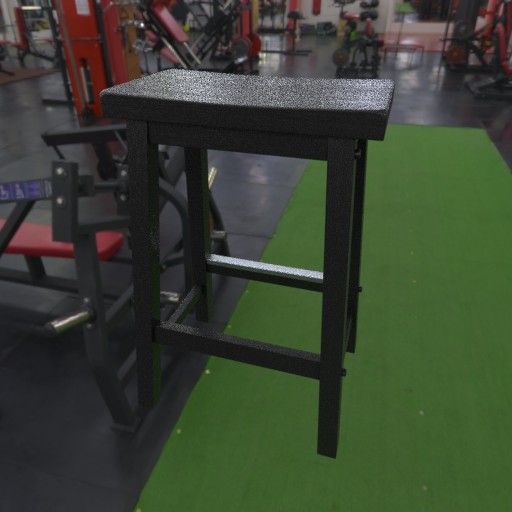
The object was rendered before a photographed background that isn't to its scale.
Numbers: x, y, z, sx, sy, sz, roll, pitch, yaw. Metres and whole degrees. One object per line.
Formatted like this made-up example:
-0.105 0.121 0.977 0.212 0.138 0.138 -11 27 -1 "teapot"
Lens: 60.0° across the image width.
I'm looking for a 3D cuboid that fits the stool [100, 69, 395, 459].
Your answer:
0.000 0.000 0.835 0.406 0.610 0.322 9 32 15 "stool"
